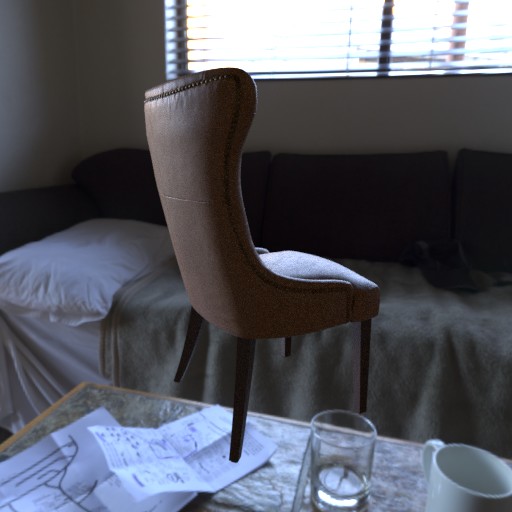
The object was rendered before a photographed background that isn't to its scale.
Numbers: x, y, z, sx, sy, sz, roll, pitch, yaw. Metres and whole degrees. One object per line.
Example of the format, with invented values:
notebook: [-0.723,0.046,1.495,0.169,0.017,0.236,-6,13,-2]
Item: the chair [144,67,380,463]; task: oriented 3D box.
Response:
chair: [0.000,0.000,1.476,0.669,1.065,0.611,-7,15,-27]
